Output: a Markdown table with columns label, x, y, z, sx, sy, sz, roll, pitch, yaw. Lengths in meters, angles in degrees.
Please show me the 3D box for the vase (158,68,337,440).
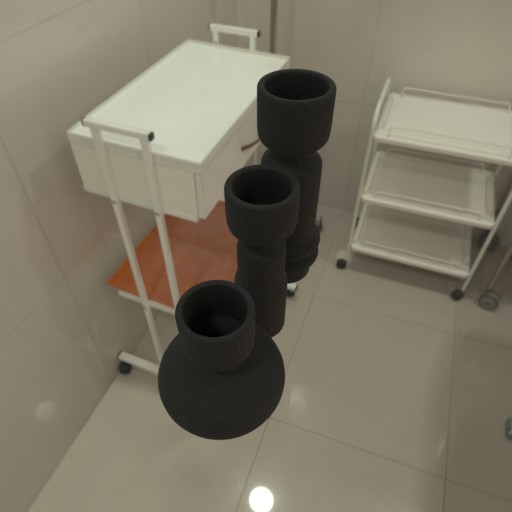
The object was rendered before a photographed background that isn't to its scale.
| label | x | y | z | sx | sy | sz | roll | pitch | yaw |
| --- | --- | --- | --- | --- | --- | --- | --- | --- | --- |
| vase | 0.000 | 0.000 | 0.432 | 0.120 | 0.249 | 0.307 | 15 | 47 | 14 |
